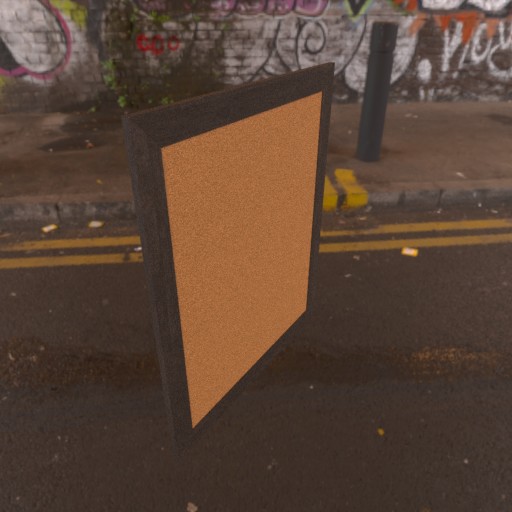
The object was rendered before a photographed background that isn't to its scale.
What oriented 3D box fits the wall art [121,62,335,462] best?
[{"bbox_3d":[0.000,0.000,0.770,0.013,0.570,0.476,20,36,29],"label":"wall art"}]
